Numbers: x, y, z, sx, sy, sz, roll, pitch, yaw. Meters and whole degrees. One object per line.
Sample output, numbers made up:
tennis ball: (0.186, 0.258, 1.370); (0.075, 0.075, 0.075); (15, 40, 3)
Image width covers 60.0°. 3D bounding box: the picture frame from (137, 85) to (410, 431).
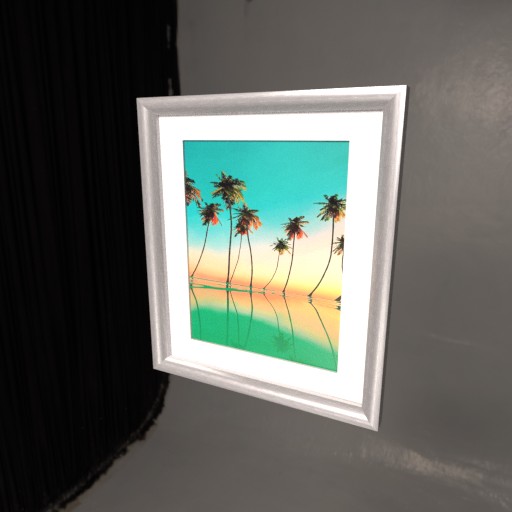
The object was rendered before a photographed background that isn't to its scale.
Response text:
picture frame: (0.000, 0.000, 0.546); (0.327, 0.378, 0.027); (7, 17, 25)
